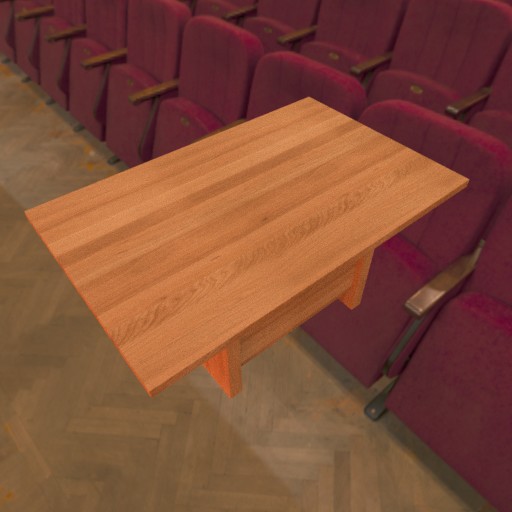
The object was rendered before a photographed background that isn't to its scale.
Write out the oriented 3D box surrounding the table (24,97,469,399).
[{"bbox_3d":[0.000,0.000,1.472,1.100,0.510,0.700,-30,53,-26],"label":"table"}]
